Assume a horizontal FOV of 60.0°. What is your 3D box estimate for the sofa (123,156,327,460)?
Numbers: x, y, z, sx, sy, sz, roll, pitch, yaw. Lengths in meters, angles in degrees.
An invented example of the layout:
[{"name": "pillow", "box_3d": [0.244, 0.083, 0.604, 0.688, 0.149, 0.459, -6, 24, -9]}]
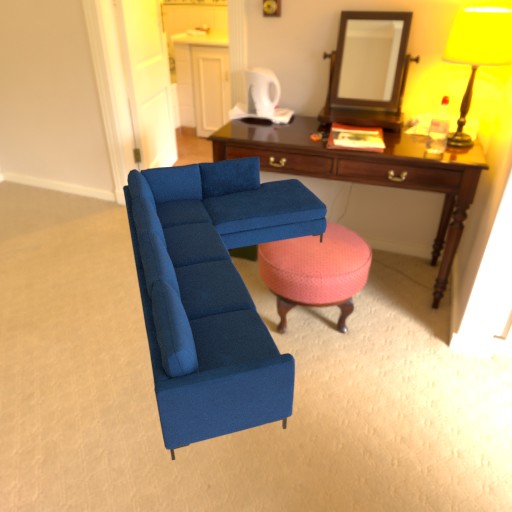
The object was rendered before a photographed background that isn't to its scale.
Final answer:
[{"name": "sofa", "box_3d": [0.000, 0.000, 3.241, 1.707, 0.687, 2.486, -10, 33, -15]}]
